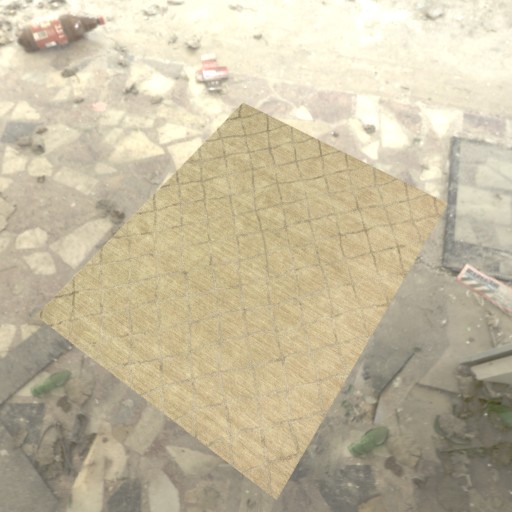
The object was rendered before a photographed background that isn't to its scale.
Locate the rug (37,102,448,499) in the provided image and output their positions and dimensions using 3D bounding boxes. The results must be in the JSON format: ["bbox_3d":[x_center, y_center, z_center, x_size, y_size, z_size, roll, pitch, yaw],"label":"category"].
[{"bbox_3d":[0.000,0.000,4.015,2.420,0.019,3.038,31,66,15],"label":"rug"}]
